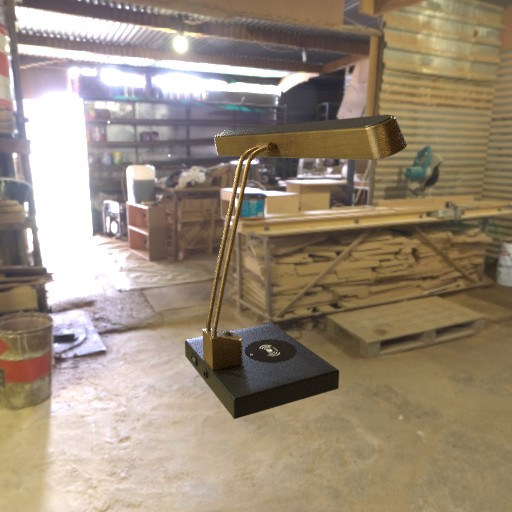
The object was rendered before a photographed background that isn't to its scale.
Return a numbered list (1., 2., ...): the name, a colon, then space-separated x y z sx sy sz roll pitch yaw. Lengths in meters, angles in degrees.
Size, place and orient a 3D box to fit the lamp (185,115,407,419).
1. lamp: 0.000 0.000 0.601 0.156 0.345 0.412 -7 15 -26
